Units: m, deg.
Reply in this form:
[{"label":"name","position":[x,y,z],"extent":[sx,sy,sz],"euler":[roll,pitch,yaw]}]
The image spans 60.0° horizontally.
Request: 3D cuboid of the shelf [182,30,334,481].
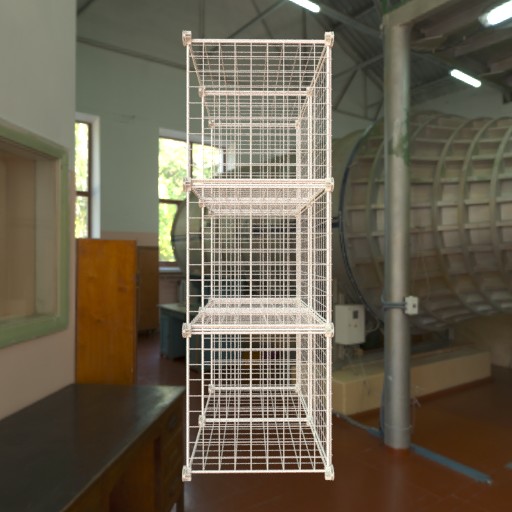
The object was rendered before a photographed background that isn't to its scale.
[{"label":"shelf","position":[0.000,0.000,1.394],"extent":[0.356,1.067,0.711],"euler":[0,0,-1]}]
